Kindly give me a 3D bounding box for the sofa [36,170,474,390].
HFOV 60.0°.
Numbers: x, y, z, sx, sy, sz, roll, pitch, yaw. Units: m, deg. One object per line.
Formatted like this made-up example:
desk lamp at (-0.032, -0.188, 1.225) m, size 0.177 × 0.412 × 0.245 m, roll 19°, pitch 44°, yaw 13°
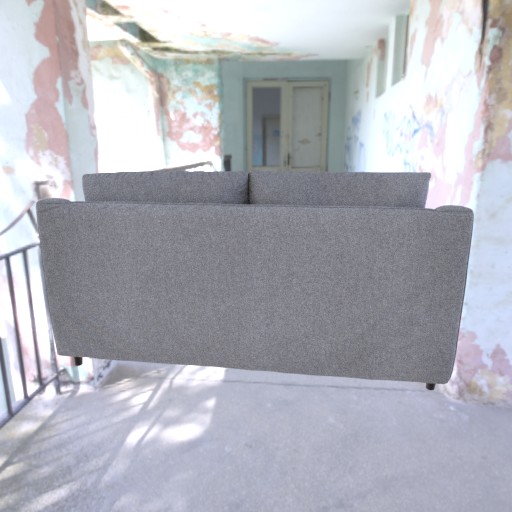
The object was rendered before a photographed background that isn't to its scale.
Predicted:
sofa at (0.000, 0.000, 2.561) m, size 2.010 × 1.018 × 1.072 m, roll 2°, pitch 15°, yaw 7°
